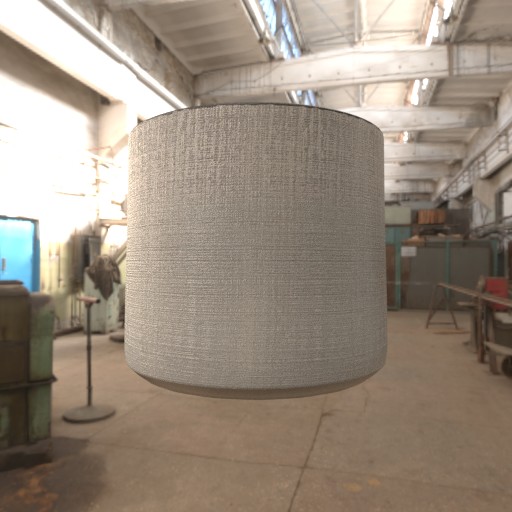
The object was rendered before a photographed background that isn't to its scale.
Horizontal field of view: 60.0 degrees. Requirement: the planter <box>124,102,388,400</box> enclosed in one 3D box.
[{"bbox_3d":[0.000,0.000,0.221,0.125,0.112,0.125,0,-1,0],"label":"planter"}]
